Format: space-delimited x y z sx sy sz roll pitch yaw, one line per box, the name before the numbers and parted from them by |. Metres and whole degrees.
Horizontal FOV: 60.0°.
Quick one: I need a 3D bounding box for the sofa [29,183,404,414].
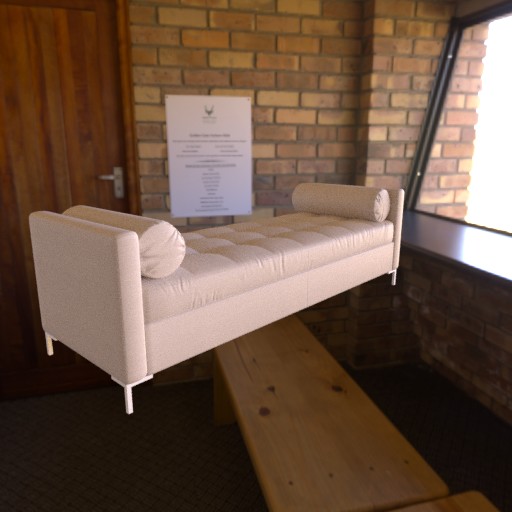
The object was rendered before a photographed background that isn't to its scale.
sofa | 0.000 0.000 2.338 0.686 0.635 1.981 13 19 41
